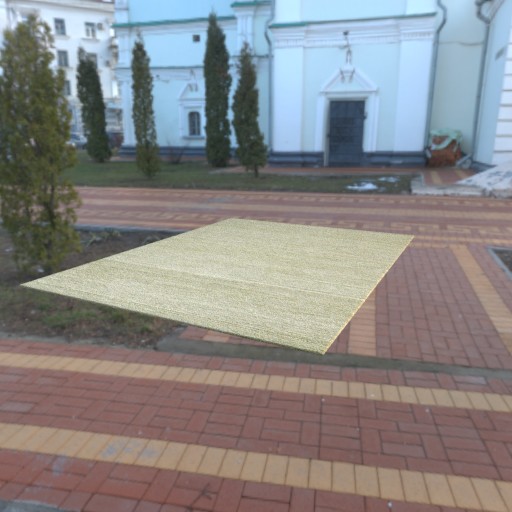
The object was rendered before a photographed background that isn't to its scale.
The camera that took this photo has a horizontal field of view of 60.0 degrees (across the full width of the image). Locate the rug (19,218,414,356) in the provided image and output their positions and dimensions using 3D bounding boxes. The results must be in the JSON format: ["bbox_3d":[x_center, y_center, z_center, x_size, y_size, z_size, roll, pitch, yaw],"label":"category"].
[{"bbox_3d":[0.000,0.000,4.218,2.425,0.016,3.198,8,17,26],"label":"rug"}]
